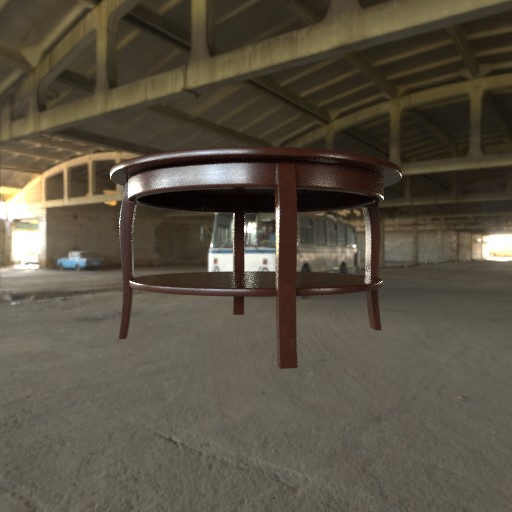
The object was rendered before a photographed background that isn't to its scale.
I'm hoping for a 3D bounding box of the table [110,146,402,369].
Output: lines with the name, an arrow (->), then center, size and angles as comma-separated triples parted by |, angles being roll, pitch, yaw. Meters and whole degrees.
table -> 0.000, 0.000, 1.461 | 0.911, 0.512, 0.911 | 0, 1, 0
